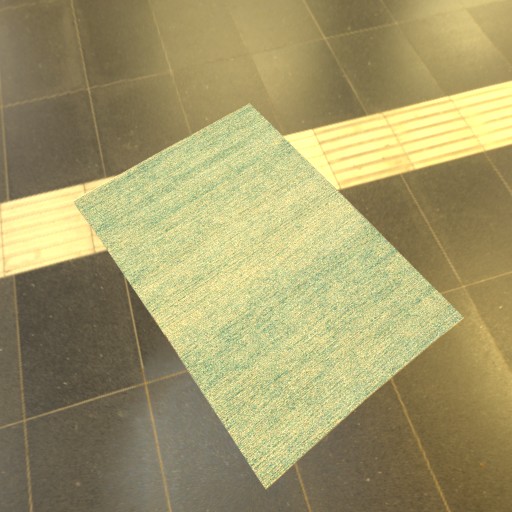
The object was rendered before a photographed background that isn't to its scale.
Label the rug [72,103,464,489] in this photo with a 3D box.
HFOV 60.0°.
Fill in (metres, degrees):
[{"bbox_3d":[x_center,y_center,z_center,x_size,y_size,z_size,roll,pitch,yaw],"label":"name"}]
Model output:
[{"bbox_3d":[0.000,0.000,2.997,1.593,0.029,2.305,-34,68,-15],"label":"rug"}]
